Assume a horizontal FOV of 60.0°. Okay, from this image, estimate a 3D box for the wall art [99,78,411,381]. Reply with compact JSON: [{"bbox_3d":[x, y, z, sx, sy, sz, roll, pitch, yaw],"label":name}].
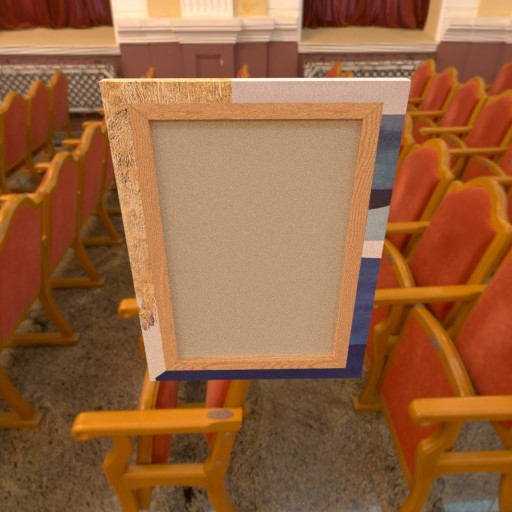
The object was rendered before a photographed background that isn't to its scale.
[{"bbox_3d":[0.000,0.000,0.819,0.458,0.613,0.026,-1,31,-1],"label":"wall art"}]
